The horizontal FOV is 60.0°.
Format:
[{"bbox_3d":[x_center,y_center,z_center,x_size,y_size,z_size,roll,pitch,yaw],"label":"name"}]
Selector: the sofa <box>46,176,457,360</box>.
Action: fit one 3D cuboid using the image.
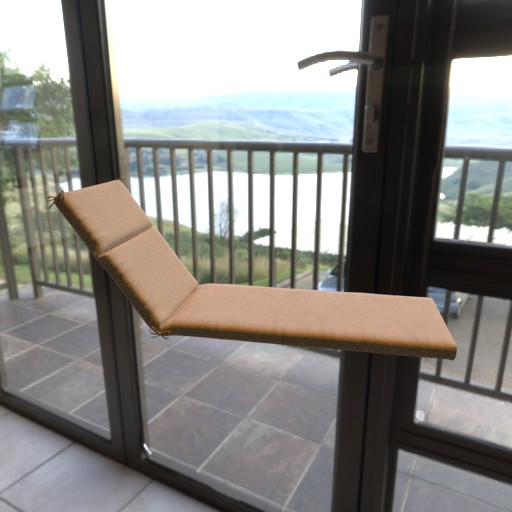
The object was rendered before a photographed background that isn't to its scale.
[{"bbox_3d":[0.000,0.000,1.997,1.663,0.622,0.582,3,17,10],"label":"sofa"}]
